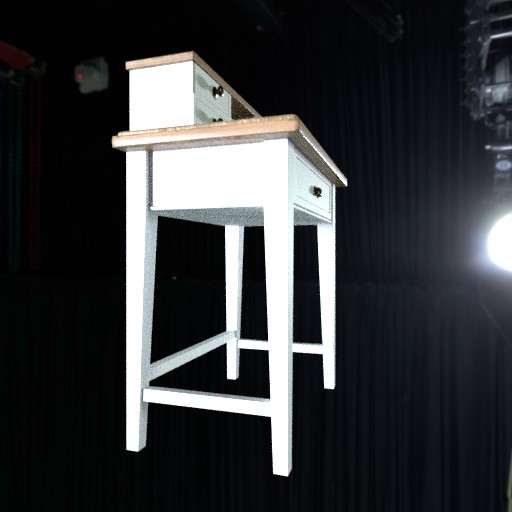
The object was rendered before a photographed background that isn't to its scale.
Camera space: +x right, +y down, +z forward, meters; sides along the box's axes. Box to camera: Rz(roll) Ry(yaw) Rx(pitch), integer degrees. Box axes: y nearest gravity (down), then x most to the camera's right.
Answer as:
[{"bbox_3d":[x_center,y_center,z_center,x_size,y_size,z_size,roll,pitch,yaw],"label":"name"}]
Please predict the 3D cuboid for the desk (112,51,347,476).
[{"bbox_3d":[0.000,0.000,1.388,0.462,0.981,0.814,0,0,19],"label":"desk"}]
